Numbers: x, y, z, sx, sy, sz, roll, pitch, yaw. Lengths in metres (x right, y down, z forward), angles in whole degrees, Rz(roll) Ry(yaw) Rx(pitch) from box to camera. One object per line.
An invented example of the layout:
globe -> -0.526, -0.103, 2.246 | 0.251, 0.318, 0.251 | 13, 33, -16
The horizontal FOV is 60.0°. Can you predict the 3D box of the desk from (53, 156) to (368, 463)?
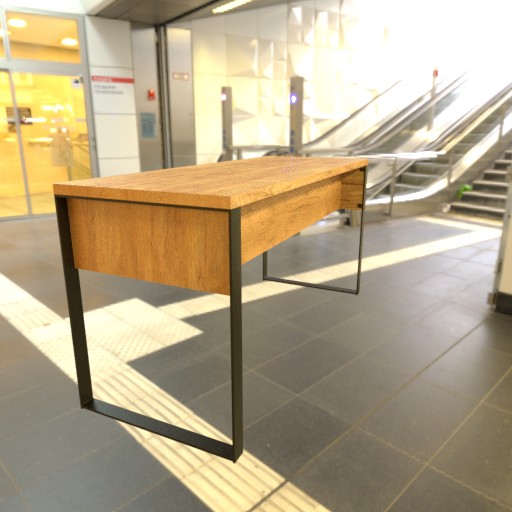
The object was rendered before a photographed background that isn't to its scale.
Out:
desk -> 0.000, 0.000, 1.937 | 0.600, 0.760, 1.520 | 8, 18, 25
